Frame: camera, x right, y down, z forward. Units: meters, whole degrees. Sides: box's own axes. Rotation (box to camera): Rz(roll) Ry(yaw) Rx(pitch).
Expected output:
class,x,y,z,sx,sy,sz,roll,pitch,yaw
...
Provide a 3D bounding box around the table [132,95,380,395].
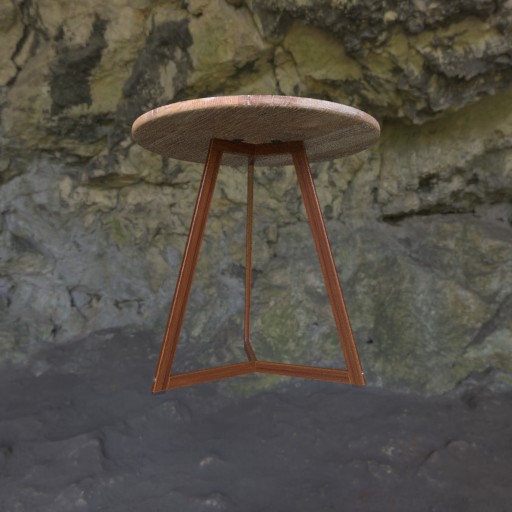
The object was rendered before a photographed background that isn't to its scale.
class,x,y,z,sx,sy,sz,roll,pitch,yaw
table,0.000,0.000,0.930,0.500,0.500,0.500,0,1,0
